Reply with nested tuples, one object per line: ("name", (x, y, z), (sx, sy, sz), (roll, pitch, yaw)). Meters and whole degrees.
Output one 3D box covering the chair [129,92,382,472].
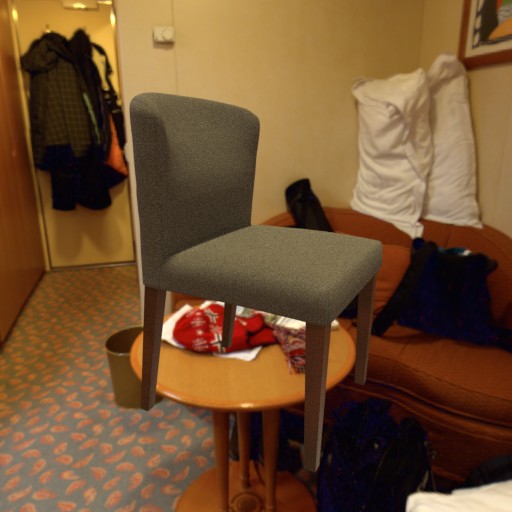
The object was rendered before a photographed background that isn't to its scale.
("chair", (0.000, 0.000, 1.191), (0.589, 0.839, 0.491), (8, 18, 27))
